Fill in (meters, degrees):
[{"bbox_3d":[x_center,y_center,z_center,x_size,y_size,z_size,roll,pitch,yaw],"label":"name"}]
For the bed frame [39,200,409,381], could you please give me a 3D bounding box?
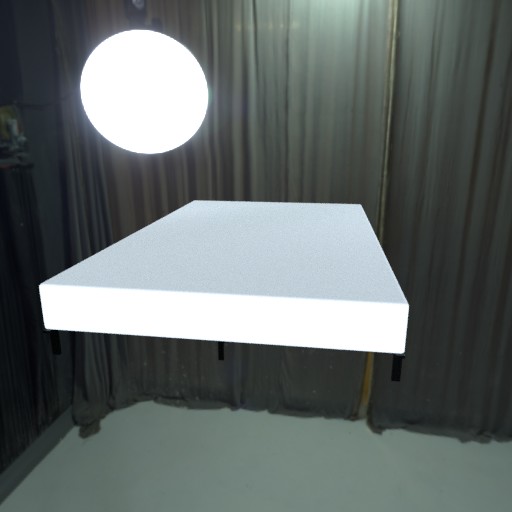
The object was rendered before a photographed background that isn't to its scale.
[{"bbox_3d":[0.000,0.000,3.699,1.930,0.440,2.987,2,16,8],"label":"bed frame"}]
